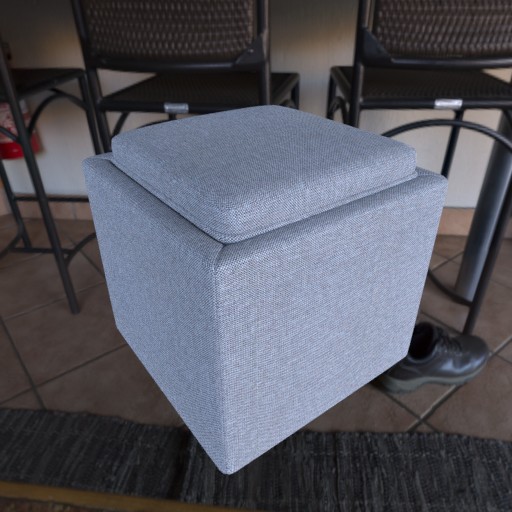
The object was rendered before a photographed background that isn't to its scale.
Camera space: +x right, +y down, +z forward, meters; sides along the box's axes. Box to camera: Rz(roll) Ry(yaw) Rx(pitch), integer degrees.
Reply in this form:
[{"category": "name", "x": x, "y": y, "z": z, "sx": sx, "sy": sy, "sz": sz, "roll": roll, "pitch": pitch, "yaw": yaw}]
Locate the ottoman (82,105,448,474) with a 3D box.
[{"category": "ottoman", "x": 0.000, "y": 0.000, "z": 0.831, "sx": 0.450, "sy": 0.460, "sz": 0.450, "roll": -21, "pitch": 37, "yaw": -31}]
